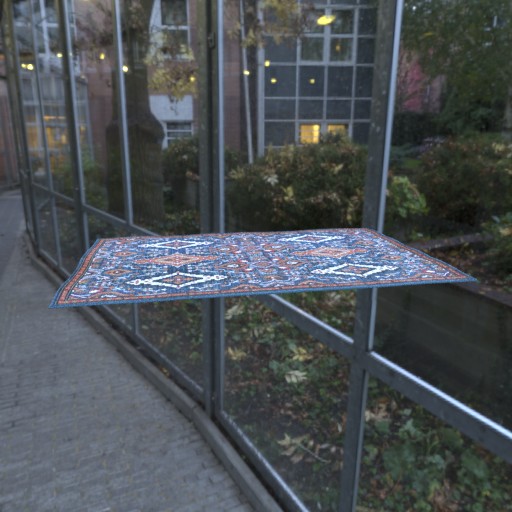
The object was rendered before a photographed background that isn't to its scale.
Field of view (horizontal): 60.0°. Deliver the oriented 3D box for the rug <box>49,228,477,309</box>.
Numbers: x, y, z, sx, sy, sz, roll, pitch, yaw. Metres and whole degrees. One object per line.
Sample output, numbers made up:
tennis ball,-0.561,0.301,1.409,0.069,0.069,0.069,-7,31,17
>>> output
rug,0.000,0.000,2.412,1.847,0.014,1.195,-3,15,-10
